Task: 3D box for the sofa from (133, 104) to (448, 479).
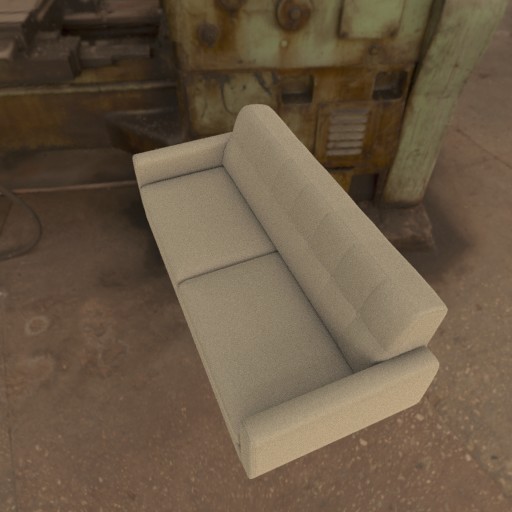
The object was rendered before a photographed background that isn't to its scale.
[{"bbox_3d":[0.000,0.000,2.620,0.980,0.892,2.137,-17,49,-15],"label":"sofa"}]
